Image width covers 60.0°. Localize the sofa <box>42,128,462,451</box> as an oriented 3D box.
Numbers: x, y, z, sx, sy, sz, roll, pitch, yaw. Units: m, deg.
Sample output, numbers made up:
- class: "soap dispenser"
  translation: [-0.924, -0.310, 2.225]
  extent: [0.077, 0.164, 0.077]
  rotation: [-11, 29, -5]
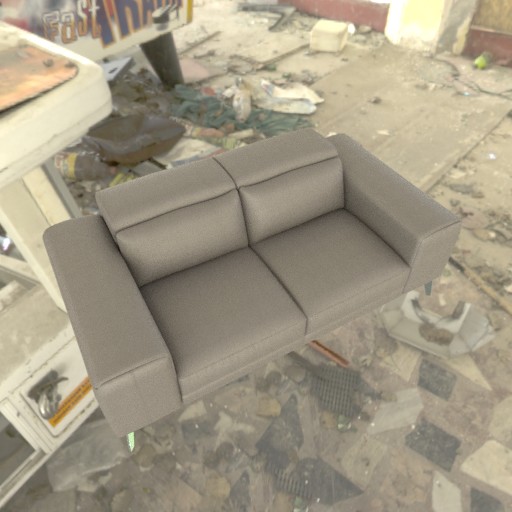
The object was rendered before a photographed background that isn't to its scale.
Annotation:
- class: "sofa"
  translation: [0.000, 0.000, 2.387]
  extent: [1.930, 0.753, 1.024]
  rotation: [-22, 50, -20]
